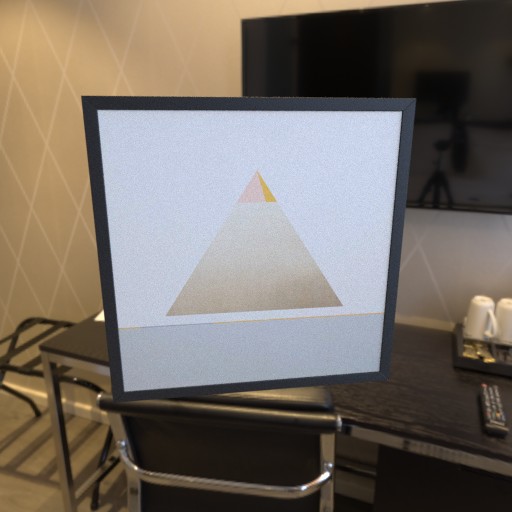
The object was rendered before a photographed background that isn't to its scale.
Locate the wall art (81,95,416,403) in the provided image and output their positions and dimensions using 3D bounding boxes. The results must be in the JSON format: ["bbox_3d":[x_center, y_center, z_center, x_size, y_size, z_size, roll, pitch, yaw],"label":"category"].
[{"bbox_3d":[0.000,0.000,1.137,0.769,0.766,0.042,-2,17,-8],"label":"wall art"}]
